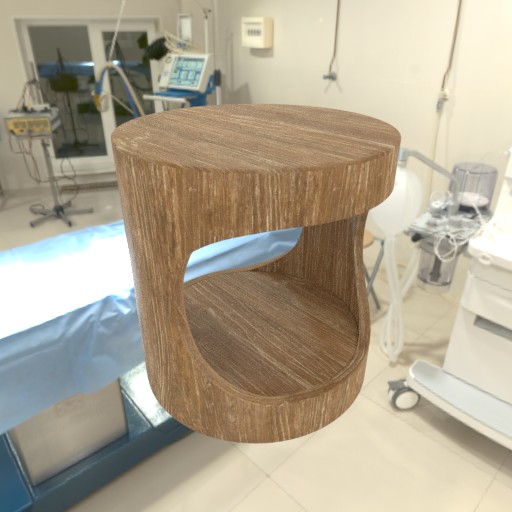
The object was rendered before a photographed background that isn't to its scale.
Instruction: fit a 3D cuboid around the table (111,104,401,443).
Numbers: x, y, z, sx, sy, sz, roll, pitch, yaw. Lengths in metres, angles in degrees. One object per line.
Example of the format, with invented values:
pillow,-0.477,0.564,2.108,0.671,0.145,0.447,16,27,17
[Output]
table,0.000,0.000,0.967,0.527,0.551,0.527,0,28,0
